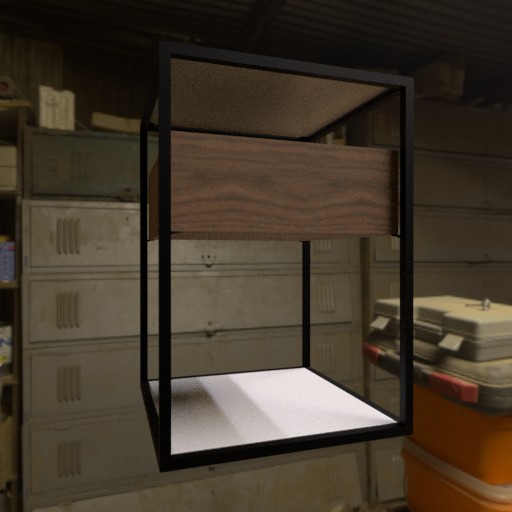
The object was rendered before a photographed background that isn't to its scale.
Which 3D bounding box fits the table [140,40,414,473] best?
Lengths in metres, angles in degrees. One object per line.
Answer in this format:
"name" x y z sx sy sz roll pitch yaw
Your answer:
"table" 0.000 0.000 0.791 0.378 0.540 0.378 0 0 -18
